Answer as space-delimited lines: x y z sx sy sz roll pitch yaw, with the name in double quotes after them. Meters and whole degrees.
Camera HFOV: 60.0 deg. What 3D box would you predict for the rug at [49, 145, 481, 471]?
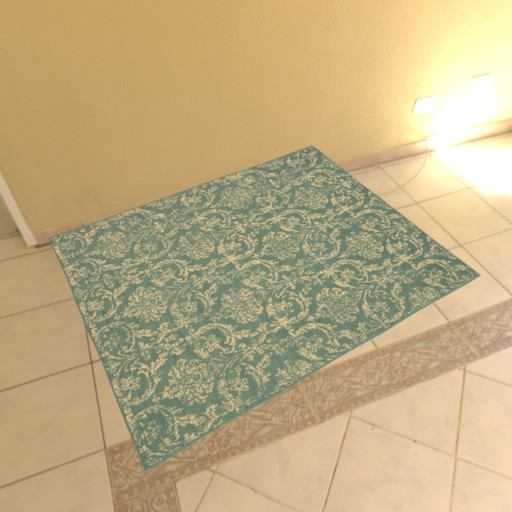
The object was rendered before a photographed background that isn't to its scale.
0.000 0.000 3.870 2.980 0.012 2.363 -24 50 -21 "rug"
